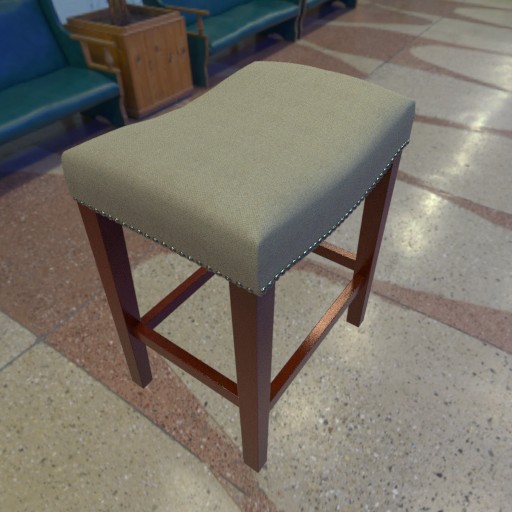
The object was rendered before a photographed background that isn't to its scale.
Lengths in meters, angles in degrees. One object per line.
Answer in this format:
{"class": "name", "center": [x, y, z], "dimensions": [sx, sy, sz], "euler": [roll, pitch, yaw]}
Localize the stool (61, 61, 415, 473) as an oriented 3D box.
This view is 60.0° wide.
{"class": "stool", "center": [0.000, 0.000, 0.917], "dimensions": [0.375, 0.632, 0.509], "euler": [25, 48, 26]}
